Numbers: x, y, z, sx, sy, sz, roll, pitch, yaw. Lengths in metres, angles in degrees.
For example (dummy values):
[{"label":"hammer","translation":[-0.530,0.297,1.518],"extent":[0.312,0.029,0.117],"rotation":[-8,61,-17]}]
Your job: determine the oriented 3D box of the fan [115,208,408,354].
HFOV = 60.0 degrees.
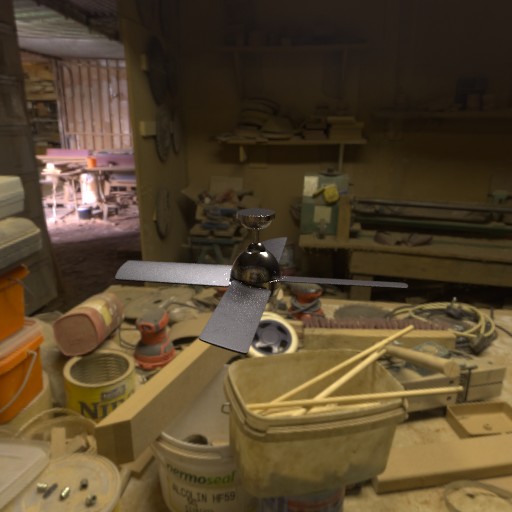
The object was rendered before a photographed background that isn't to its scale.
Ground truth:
[{"label":"fan","translation":[0.000,0.000,2.004],"extent":[1.332,0.403,1.332],"rotation":[3,17,9]}]
